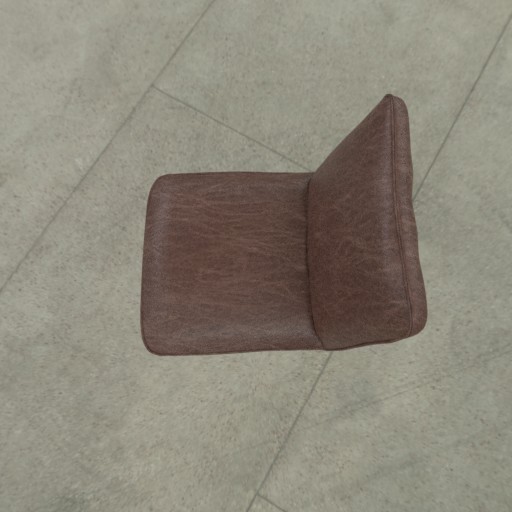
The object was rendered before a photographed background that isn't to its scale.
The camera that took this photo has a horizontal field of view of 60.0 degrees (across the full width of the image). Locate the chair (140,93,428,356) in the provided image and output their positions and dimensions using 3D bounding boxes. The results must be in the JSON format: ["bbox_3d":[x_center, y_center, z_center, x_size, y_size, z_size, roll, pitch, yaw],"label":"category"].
[{"bbox_3d":[0.000,0.000,1.205,0.645,0.803,0.543,-5,76,-1],"label":"chair"}]
